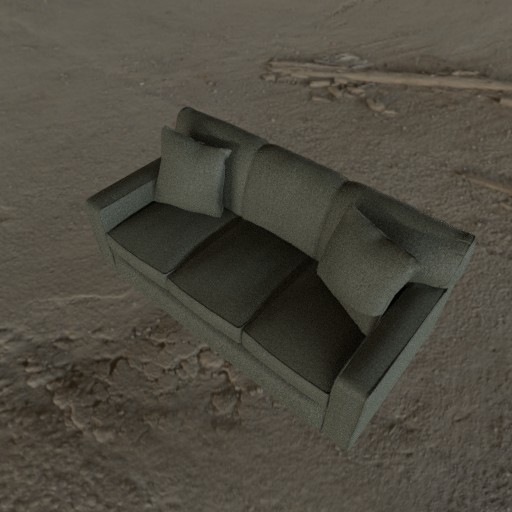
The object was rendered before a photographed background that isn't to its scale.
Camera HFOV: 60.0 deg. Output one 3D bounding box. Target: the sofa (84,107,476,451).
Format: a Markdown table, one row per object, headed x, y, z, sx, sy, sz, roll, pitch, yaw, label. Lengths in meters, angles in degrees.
| x | y | z | sx | sy | sz | roll | pitch | yaw | label |
| --- | --- | --- | --- | --- | --- | --- | --- | --- | --- |
| 0.000 | 0.000 | 2.623 | 2.024 | 0.958 | 0.997 | 32 | 54 | 27 | sofa |
